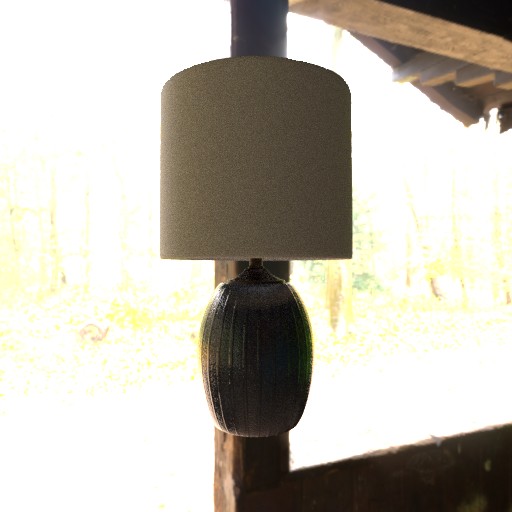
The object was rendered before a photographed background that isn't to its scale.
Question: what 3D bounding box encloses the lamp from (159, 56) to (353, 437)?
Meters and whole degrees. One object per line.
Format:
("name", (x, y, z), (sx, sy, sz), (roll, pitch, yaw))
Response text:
("lamp", (0.000, 0.000, 0.770), (0.329, 0.570, 0.329), (-1, -2, 37))
